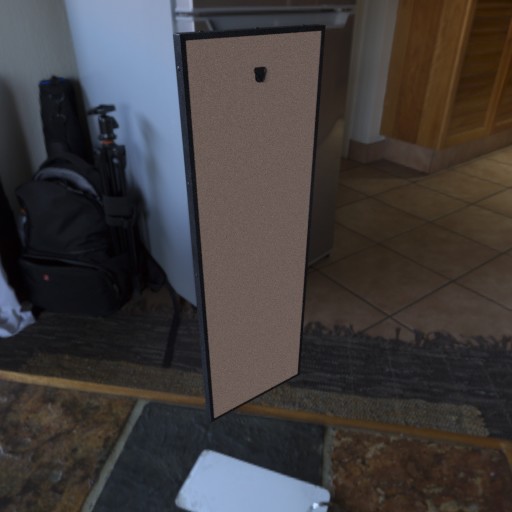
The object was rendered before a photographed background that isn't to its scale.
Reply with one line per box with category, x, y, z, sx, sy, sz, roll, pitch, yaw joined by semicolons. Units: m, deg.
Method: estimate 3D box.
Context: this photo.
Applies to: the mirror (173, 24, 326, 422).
mirror;0.000;0.000;1.174;0.354;1.080;0.042;-20;37;-28
